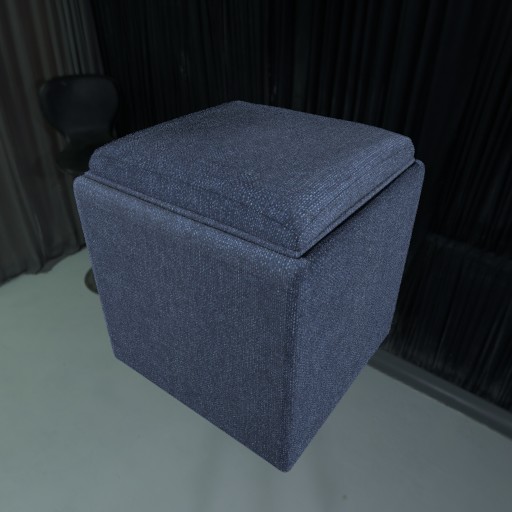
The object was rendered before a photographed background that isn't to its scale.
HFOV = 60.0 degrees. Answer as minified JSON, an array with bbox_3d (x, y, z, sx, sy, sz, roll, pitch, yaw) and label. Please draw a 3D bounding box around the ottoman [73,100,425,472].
[{"bbox_3d":[0.000,0.000,0.862,0.454,0.493,0.436,22,39,30],"label":"ottoman"}]
